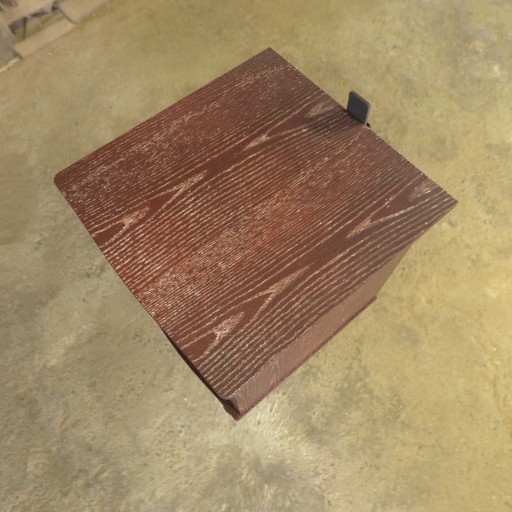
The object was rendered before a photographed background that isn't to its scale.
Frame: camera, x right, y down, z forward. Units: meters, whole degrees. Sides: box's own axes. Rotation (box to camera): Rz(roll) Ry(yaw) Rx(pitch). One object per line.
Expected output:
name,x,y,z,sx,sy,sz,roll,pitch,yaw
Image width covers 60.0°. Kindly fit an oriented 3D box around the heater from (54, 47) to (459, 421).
heater,0.000,0.000,0.748,0.400,0.481,0.362,-37,70,-16
